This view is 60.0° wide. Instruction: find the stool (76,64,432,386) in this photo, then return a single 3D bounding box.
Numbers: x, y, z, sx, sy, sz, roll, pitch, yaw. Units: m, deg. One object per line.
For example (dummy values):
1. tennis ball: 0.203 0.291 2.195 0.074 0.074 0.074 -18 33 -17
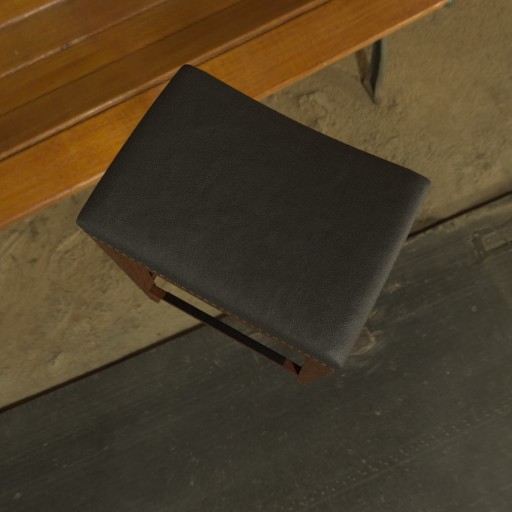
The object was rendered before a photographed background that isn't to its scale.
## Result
1. stool: 0.000 0.000 0.949 0.490 0.664 0.353 28 76 7
